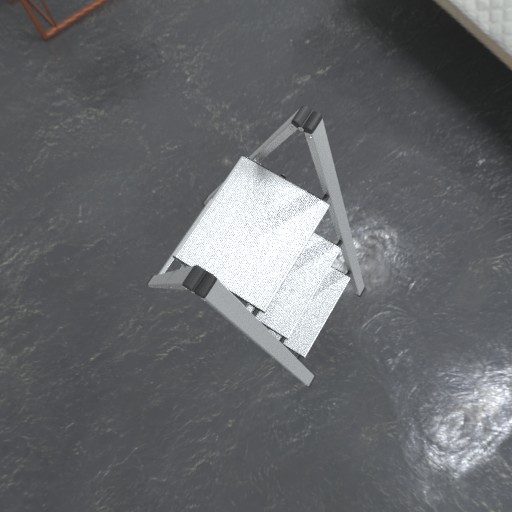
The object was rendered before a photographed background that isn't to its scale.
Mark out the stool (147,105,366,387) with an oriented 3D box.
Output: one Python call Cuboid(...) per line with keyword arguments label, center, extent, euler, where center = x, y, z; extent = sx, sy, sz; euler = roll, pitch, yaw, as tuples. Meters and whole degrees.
Cuboid(label="stool", center=(0.000, 0.000, 1.276), extent=(0.730, 0.902, 0.441), euler=(31, 77, 8))
